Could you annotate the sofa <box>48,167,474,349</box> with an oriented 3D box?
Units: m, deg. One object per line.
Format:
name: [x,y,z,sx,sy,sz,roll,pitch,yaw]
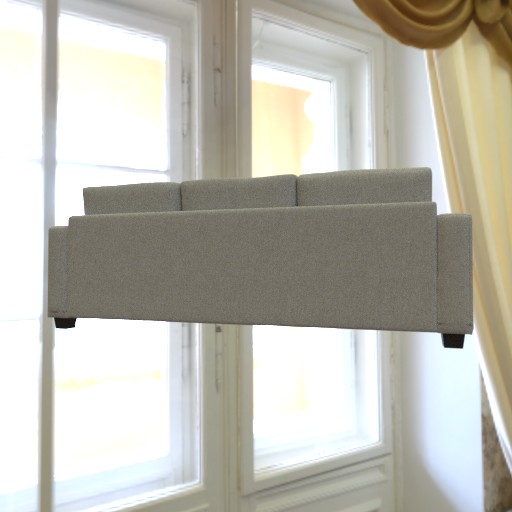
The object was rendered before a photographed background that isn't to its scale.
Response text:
sofa: [0.000,0.000,2.528,2.120,0.800,0.900,0,-1,17]
